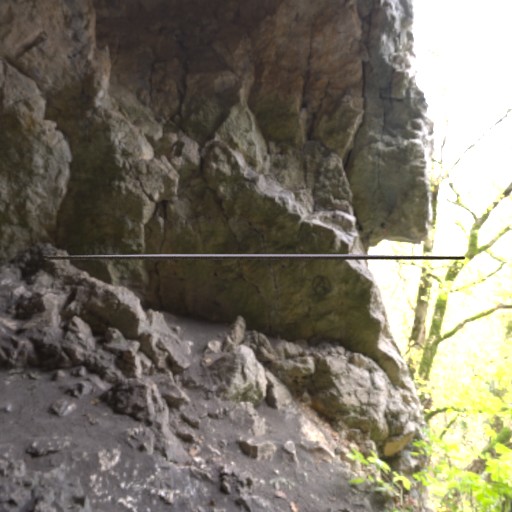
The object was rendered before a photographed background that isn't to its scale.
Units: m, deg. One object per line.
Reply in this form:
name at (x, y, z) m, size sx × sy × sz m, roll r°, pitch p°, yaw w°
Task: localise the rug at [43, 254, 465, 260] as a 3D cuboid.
rug at (0.000, 0.000, 4.058) m, size 2.449 × 0.025 × 3.049 m, roll 0°, pitch 0°, yaw 1°
